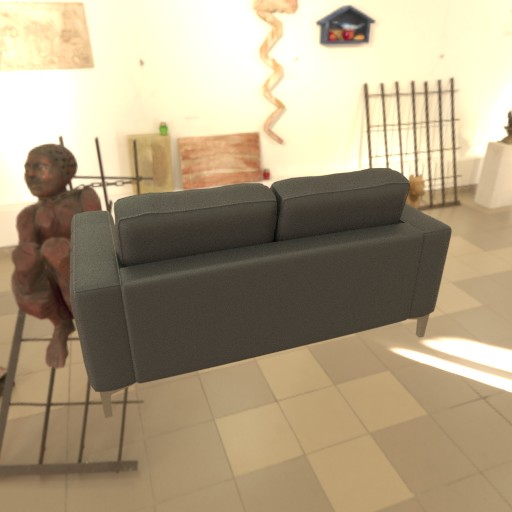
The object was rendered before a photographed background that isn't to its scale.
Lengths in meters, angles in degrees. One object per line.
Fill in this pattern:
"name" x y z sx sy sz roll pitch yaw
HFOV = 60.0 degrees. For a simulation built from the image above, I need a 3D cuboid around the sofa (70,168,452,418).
"sofa" 0.000 0.000 2.252 1.726 0.893 0.833 -9 29 -18
